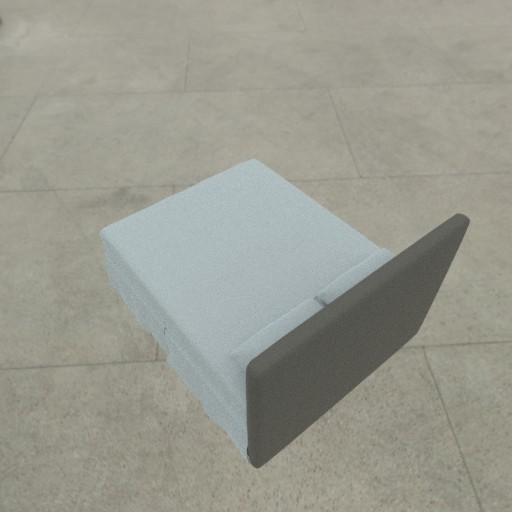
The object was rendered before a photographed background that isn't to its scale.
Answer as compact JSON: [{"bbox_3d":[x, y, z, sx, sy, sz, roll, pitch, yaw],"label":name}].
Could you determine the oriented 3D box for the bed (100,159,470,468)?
[{"bbox_3d":[0.000,0.000,3.349,1.748,1.330,2.142,-30,54,-25],"label":"bed"}]
